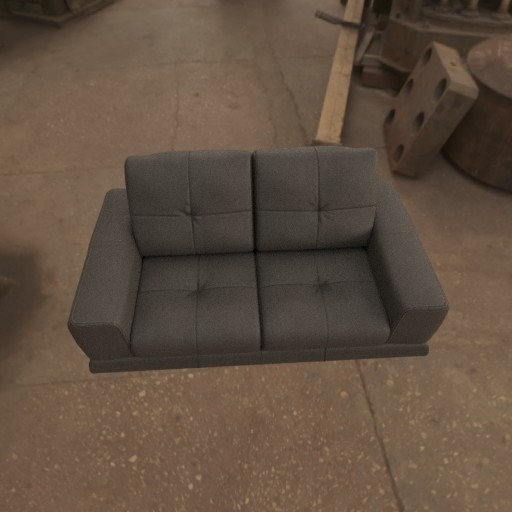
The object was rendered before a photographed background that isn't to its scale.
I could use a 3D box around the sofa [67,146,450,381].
[{"bbox_3d":[0.000,0.000,2.424,1.806,0.907,1.018,-2,46,-2],"label":"sofa"}]
